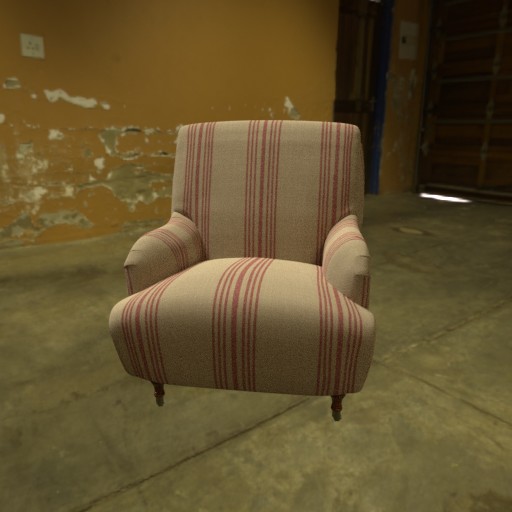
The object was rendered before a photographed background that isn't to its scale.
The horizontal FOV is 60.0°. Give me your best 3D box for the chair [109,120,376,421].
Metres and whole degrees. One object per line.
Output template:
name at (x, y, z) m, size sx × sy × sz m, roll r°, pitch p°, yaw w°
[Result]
chair at (0.000, 0.000, 1.883) m, size 0.933 × 1.123 × 1.058 m, roll 2°, pitch 16°, yaw 7°
